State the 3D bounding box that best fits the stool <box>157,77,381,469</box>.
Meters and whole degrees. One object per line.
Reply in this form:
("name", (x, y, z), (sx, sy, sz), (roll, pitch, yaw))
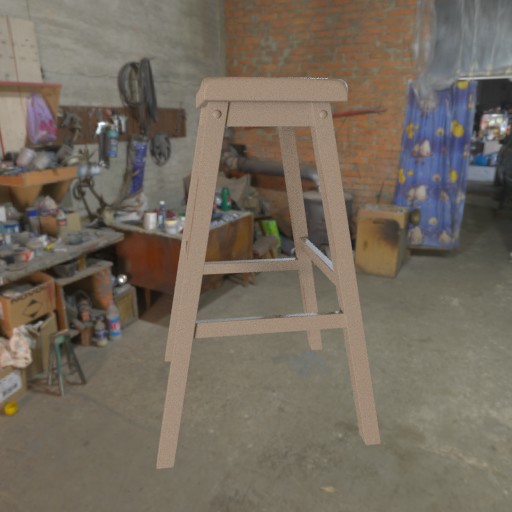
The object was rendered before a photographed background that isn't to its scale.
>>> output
("stool", (0.000, 0.000, 1.035), (0.476, 0.737, 0.457), (-3, 17, -9))
